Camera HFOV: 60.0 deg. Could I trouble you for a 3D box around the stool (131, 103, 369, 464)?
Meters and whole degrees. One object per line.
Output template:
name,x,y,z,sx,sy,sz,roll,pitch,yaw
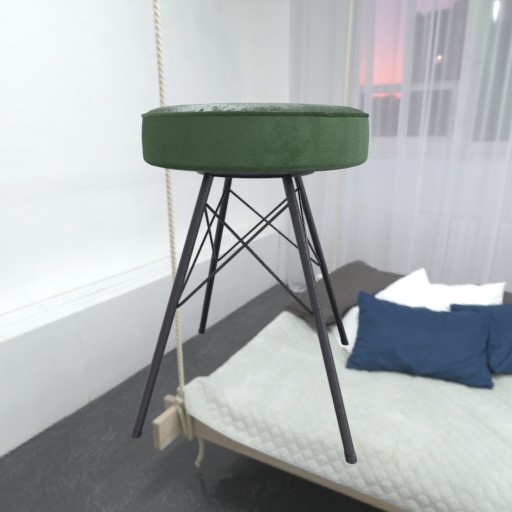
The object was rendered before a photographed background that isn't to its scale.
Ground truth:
stool,0.000,0.000,0.928,0.430,0.595,0.457,3,17,9
